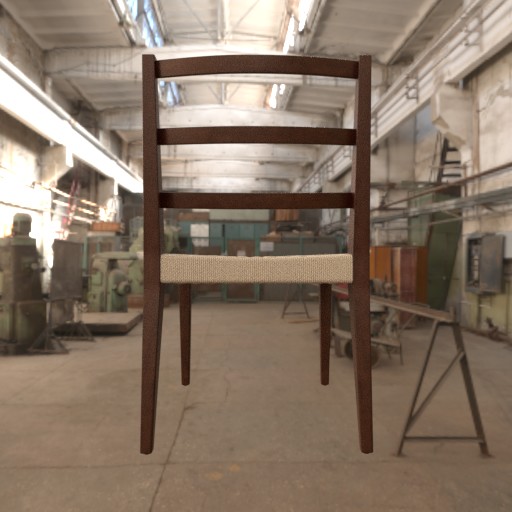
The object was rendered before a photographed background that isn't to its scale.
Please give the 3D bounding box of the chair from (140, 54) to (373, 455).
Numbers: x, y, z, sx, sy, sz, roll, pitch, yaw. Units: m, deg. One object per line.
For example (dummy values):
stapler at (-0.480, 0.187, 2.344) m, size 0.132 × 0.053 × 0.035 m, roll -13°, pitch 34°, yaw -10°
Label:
chair at (0.000, 0.000, 1.137) m, size 0.480 × 0.813 × 0.551 m, roll 0°, pitch 0°, yaw 0°
